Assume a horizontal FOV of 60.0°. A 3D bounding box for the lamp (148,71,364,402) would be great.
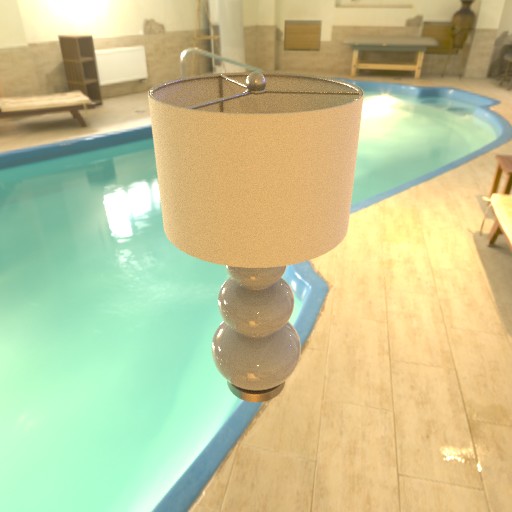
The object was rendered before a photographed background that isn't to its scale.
[{"bbox_3d":[0.000,0.000,0.941,0.367,0.730,0.367,9,32,15],"label":"lamp"}]
